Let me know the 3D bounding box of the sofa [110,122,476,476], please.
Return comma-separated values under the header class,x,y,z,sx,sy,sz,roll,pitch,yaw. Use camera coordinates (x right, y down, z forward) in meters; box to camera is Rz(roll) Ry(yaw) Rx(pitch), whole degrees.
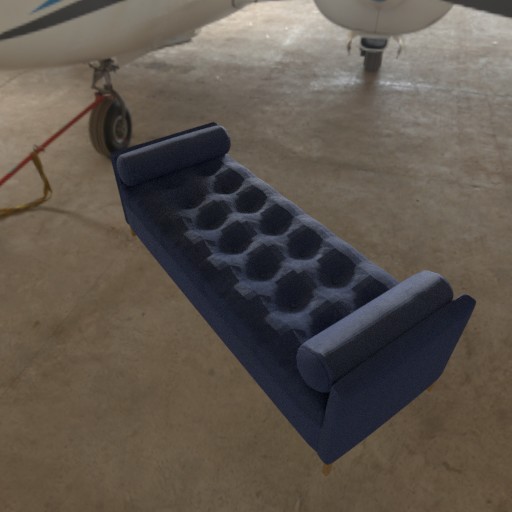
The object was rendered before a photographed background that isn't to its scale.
class,x,y,z,sx,sy,sz,roll,pitch,yaw
sofa,0.000,0.000,2.484,0.796,0.705,2.102,-26,48,-26
